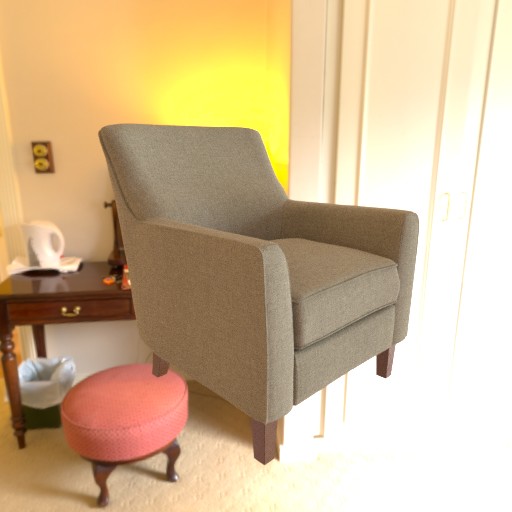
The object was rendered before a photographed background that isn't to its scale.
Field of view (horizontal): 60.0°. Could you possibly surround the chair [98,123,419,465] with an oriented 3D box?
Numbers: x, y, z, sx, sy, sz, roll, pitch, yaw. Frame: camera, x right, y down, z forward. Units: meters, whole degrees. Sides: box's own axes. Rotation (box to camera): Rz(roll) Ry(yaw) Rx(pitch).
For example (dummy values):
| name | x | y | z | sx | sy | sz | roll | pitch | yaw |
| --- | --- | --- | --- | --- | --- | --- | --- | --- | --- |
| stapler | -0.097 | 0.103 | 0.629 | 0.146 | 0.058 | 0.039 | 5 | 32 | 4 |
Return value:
| name | x | y | z | sx | sy | sz | roll | pitch | yaw |
| --- | --- | --- | --- | --- | --- | --- | --- | --- | --- |
| chair | 0.000 | 0.000 | 1.813 | 0.887 | 1.047 | 0.993 | -14 | 20 | -43 |
